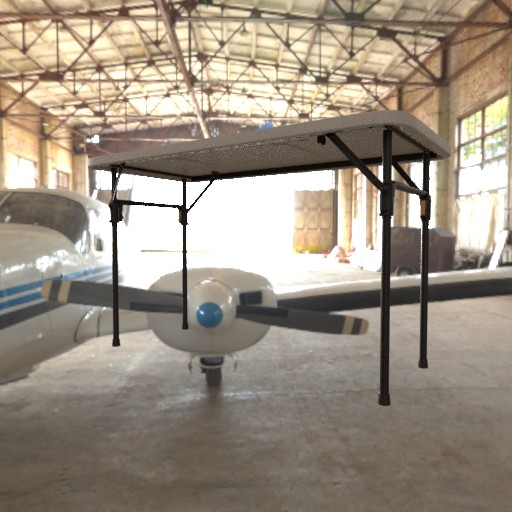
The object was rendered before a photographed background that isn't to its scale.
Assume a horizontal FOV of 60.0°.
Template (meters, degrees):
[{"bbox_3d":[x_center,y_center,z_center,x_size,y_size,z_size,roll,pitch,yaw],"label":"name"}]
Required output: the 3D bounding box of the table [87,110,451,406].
[{"bbox_3d":[0.000,0.000,1.604,1.219,0.729,0.610,2,3,35],"label":"table"}]
